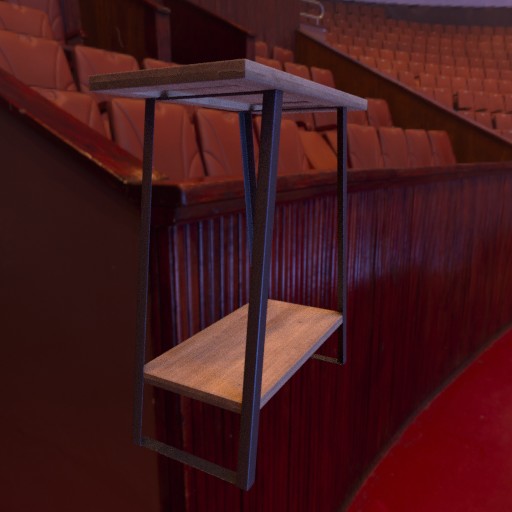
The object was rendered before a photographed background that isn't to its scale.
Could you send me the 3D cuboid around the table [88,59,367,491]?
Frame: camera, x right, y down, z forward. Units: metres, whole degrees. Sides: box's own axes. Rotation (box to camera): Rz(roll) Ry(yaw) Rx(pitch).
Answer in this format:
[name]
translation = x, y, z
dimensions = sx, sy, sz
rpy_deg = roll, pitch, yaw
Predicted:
[table]
translation = 0.000, 0.000, 0.994
dimensions = 0.300, 0.701, 0.599
rpy_deg = 7, 16, 28
